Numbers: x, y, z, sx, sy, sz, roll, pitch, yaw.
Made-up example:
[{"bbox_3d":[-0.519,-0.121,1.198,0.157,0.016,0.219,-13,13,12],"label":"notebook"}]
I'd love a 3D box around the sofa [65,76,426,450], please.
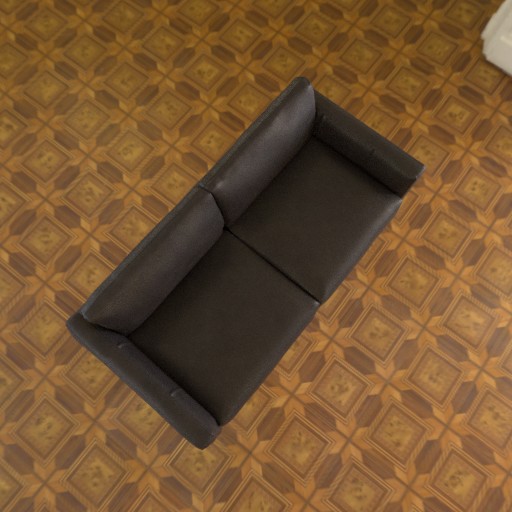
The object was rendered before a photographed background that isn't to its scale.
[{"bbox_3d":[0.000,0.000,2.387,0.947,0.883,1.805,36,77,10],"label":"sofa"}]
